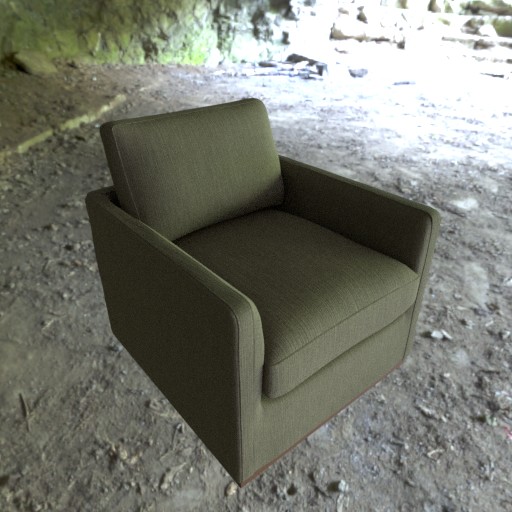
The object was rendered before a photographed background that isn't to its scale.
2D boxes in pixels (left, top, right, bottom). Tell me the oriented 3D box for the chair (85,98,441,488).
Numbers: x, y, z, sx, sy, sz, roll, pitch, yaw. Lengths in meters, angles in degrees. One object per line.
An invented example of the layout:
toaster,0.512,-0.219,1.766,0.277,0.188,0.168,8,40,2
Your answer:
chair,0.000,0.000,1.420,0.763,0.811,0.834,-23,37,-33
